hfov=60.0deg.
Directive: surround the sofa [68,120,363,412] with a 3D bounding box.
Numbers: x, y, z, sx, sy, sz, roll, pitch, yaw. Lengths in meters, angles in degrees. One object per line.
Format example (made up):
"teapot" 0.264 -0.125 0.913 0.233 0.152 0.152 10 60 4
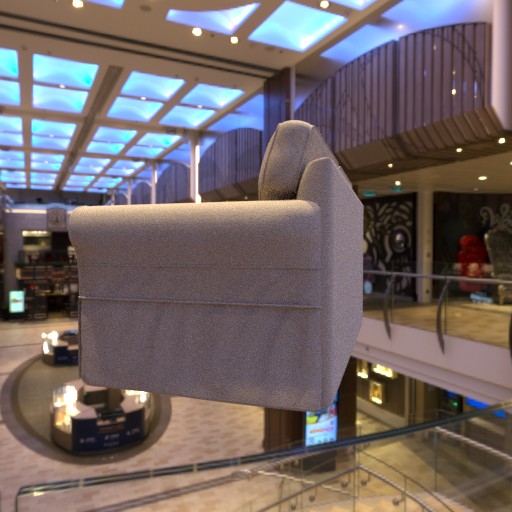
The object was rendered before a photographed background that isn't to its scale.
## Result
"sofa" 0.000 0.000 2.299 0.991 0.940 1.727 0 1 17
